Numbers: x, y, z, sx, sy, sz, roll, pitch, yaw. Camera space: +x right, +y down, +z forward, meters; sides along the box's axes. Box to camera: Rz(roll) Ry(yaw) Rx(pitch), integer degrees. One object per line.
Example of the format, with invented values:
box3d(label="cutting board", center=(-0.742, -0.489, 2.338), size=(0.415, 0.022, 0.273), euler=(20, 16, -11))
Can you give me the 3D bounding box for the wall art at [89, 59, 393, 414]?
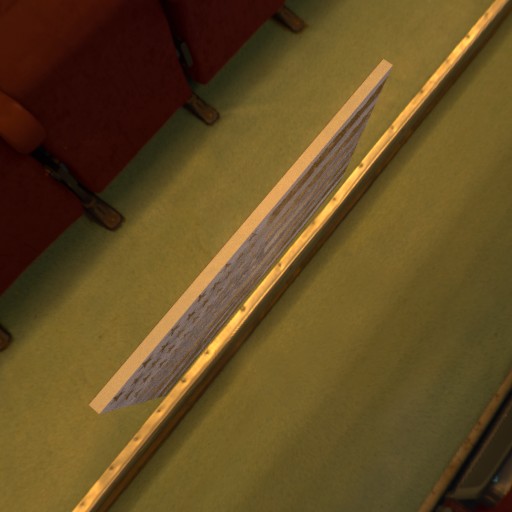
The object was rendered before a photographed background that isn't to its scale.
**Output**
box3d(label="wall art", center=(0.000, 0.000, 1.182), size=(0.027, 0.610, 0.932), euler=(38, 79, 9))
